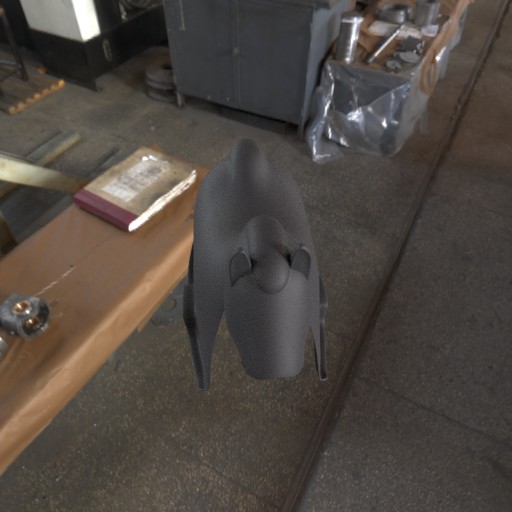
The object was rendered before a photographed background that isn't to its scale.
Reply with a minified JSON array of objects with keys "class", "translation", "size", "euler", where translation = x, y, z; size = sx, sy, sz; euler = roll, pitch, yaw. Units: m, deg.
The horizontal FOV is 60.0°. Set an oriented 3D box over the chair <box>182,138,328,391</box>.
[{"class":"chair","translation":[0.000,0.000,1.133],"size":[0.429,0.612,0.800],"euler":[-4,47,-4]}]
